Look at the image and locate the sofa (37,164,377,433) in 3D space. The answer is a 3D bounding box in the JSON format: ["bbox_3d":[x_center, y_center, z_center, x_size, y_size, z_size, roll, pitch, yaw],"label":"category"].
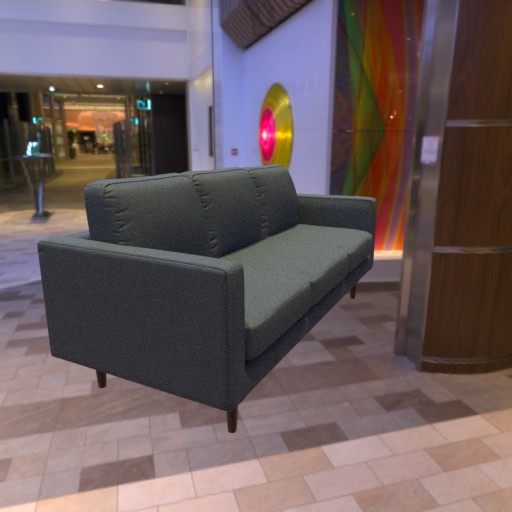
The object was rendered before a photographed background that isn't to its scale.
[{"bbox_3d":[0.000,0.000,2.484,0.935,0.945,2.013,7,16,27],"label":"sofa"}]
